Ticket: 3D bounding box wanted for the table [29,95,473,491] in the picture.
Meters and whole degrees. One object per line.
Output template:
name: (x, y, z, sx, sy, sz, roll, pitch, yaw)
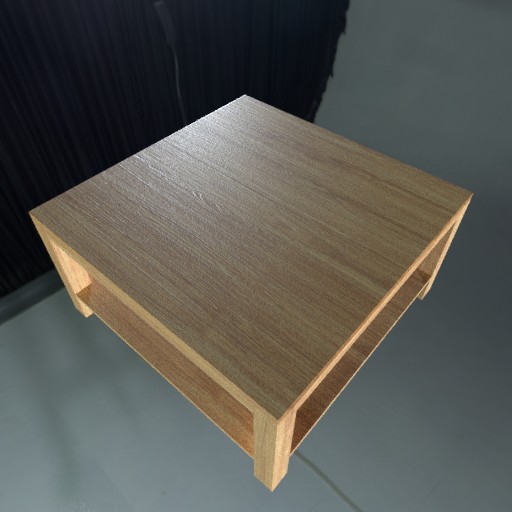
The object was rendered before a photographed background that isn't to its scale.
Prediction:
table: (0.000, 0.000, 1.429, 0.900, 0.450, 0.900, 33, 55, 27)
